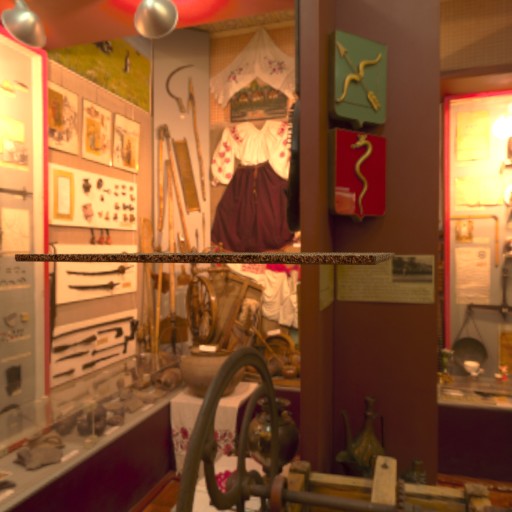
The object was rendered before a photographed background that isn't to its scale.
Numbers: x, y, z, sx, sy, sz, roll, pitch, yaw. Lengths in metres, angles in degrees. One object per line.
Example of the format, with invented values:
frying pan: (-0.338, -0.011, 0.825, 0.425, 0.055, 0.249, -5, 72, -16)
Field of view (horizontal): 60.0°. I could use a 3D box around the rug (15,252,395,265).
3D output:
rug: (0.000, 0.000, 2.074, 1.198, 0.025, 1.601, 0, 1, 19)
